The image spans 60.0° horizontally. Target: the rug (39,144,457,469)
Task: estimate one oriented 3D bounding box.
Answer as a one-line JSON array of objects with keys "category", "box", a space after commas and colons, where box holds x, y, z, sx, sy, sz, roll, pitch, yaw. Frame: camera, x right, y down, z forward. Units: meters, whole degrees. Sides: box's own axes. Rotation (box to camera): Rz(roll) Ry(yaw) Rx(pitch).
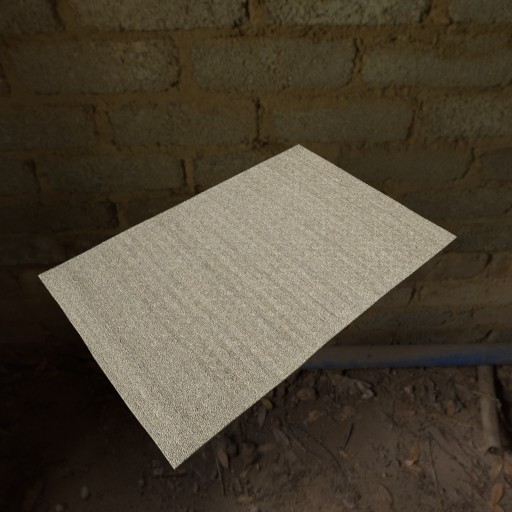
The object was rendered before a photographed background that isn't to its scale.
[{"category": "rug", "box": [0.000, 0.000, 2.895, 2.297, 0.018, 1.532, -32, 54, -27]}]
